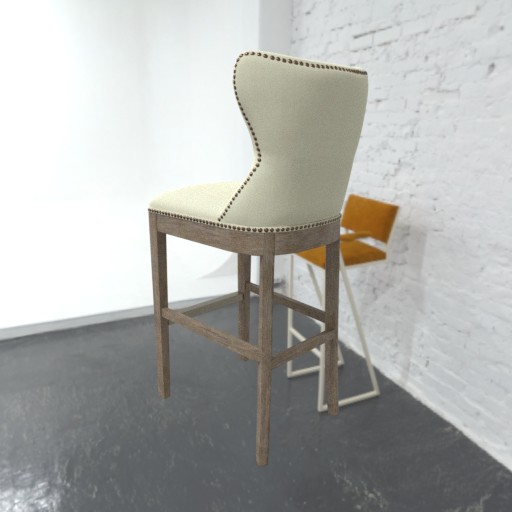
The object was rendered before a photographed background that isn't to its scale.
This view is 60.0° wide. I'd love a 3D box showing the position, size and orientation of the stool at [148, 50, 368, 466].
[{"bbox_3d":[0.000,0.000,1.429,0.494,1.123,0.606,-14,21,-42],"label":"stool"}]
